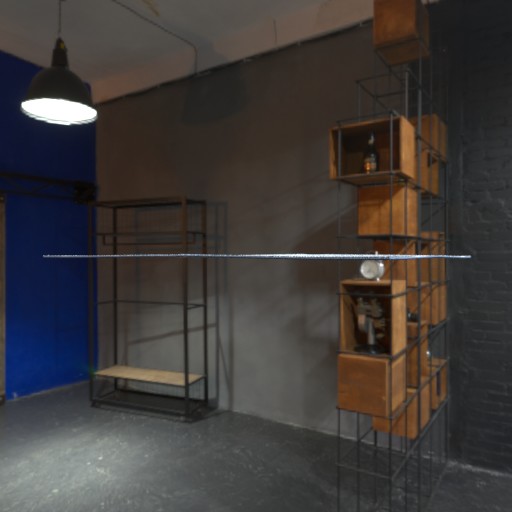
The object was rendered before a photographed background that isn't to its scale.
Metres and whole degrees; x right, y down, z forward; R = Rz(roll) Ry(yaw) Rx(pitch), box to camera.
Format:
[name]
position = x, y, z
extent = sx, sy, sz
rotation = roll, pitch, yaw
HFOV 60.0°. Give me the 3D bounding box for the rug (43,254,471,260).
[rug]
position = 0.000, 0.000, 2.936
extent = 2.349, 0.030, 1.624
rotation = 0, 0, 36
